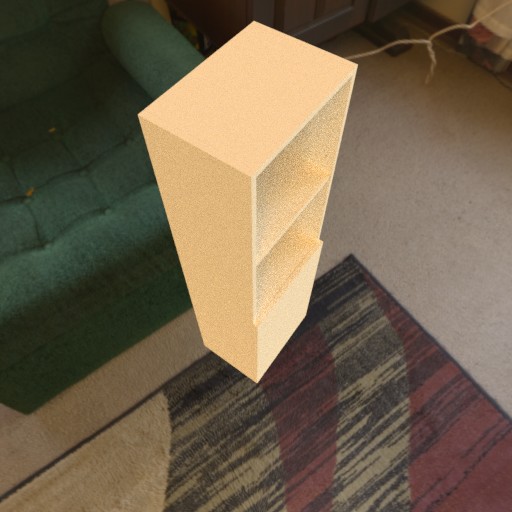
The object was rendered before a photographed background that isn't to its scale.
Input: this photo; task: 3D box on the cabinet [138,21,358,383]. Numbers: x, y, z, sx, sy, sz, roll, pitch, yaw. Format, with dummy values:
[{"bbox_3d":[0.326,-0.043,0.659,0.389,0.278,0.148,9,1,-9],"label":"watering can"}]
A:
[{"bbox_3d":[0.000,0.000,1.509,0.300,1.350,0.400,32,64,18],"label":"cabinet"}]
